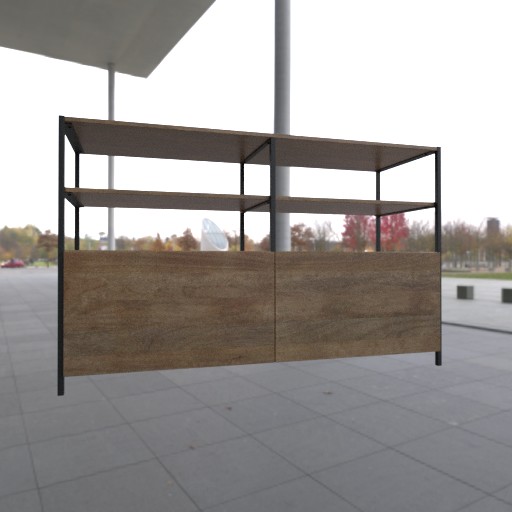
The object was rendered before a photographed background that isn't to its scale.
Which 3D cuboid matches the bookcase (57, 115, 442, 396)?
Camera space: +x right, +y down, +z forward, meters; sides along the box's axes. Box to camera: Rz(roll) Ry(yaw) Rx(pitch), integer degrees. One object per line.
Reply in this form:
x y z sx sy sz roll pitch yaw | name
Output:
0.000 0.000 1.456 1.149 0.712 0.391 0 0 -16 | bookcase
